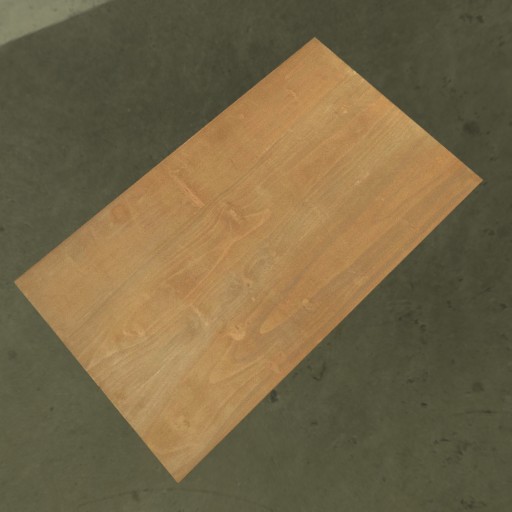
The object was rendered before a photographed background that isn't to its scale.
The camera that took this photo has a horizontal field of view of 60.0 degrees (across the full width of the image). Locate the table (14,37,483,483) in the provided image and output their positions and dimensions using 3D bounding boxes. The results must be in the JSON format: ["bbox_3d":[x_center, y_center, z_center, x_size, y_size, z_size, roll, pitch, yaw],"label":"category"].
[{"bbox_3d":[0.000,0.000,2.094,1.609,0.780,0.946,-42,79,-11],"label":"table"}]
